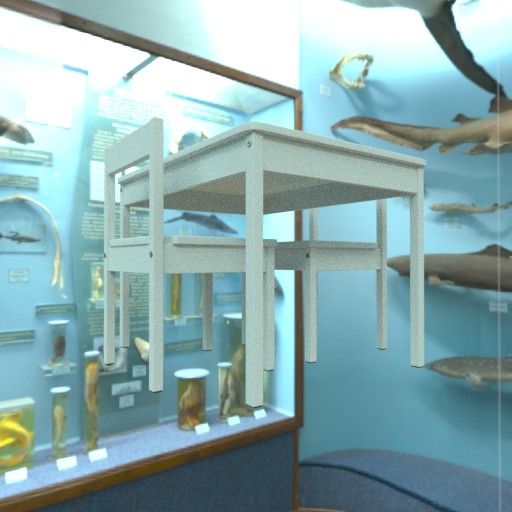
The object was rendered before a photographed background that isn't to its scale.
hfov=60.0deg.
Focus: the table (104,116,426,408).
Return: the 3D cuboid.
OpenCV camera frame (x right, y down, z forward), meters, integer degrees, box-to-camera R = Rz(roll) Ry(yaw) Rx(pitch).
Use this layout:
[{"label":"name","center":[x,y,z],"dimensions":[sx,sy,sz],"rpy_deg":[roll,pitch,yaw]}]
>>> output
[{"label":"table","center":[0.000,0.000,1.115],"dimensions":[0.672,0.503,0.650],"rpy_deg":[0,-1,-36]}]
